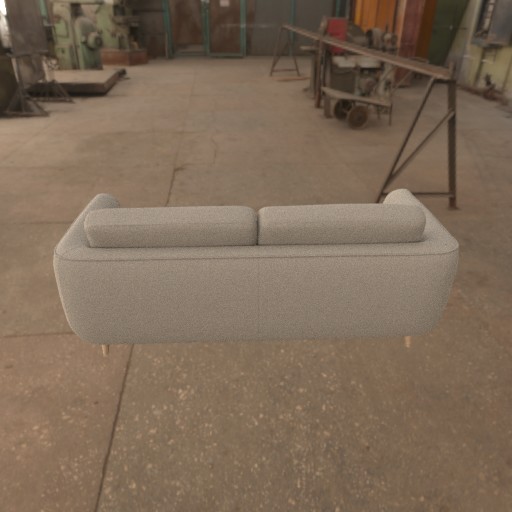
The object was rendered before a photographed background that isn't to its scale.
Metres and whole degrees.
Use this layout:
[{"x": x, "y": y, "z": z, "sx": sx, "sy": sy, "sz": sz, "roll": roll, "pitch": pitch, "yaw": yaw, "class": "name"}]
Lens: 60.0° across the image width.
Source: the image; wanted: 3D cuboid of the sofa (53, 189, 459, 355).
[{"x": 0.000, "y": 0.000, "z": 2.532, "sx": 2.000, "sy": 0.850, "sz": 0.920, "roll": -1, "pitch": 30, "yaw": -2, "class": "sofa"}]
